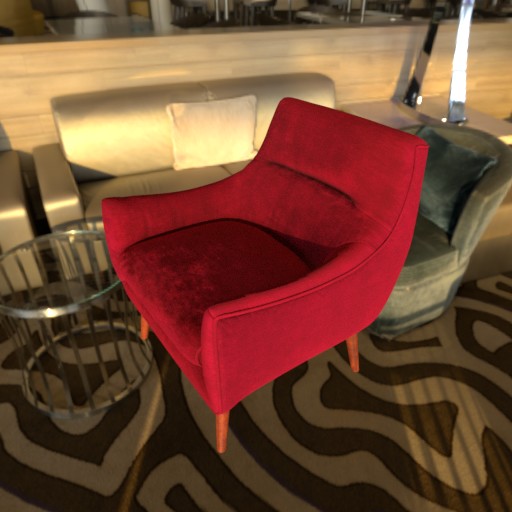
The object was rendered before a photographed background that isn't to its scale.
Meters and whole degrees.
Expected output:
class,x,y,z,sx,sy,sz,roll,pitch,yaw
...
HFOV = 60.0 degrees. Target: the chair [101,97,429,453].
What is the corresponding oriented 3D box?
class,x,y,z,sx,sy,sz,roll,pitch,yaw
chair,0.000,0.000,1.467,0.787,0.838,0.762,-20,38,-29
